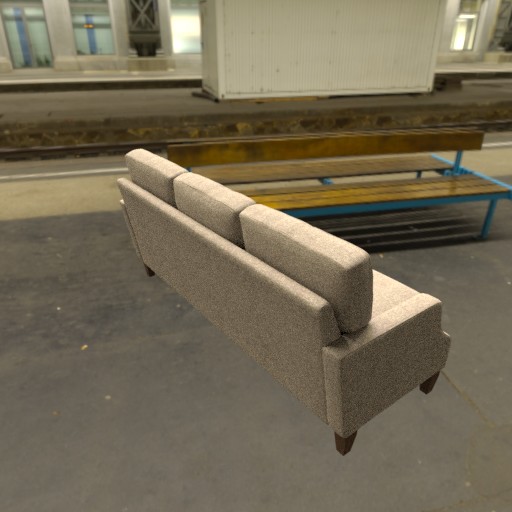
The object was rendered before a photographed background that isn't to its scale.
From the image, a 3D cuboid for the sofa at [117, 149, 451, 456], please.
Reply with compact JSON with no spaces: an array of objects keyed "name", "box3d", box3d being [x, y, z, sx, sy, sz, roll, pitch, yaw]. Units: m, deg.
[{"name":"sofa","box3d":[0.000,0.000,2.622,0.888,0.984,2.115,-19,32,-32]}]
